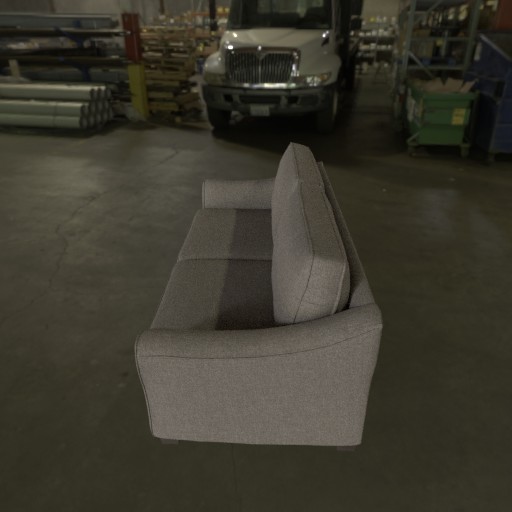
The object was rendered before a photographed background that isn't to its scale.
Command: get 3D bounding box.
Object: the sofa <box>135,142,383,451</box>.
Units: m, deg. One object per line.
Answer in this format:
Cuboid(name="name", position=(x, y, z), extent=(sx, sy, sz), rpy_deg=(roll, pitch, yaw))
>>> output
Cuboid(name="sofa", position=(0.000, 0.000, 2.729), extent=(1.013, 0.976, 2.203), rpy_deg=(1, 27, 1))
